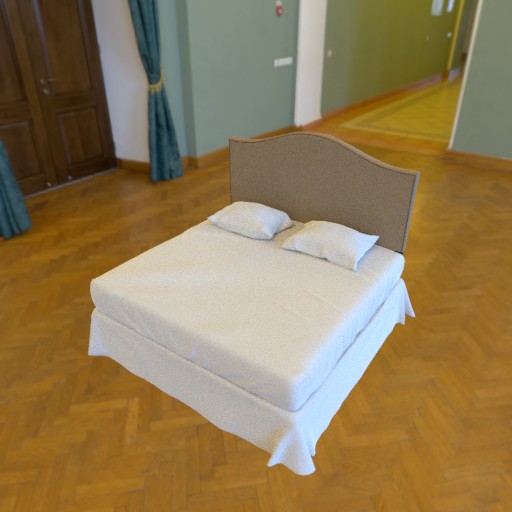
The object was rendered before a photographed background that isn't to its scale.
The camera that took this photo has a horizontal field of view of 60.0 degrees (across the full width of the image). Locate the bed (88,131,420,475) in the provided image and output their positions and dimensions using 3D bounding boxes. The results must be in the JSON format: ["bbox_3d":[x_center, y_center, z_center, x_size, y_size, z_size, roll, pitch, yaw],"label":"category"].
[{"bbox_3d":[0.000,0.000,3.744,2.311,1.651,2.222,19,35,30],"label":"bed"}]
